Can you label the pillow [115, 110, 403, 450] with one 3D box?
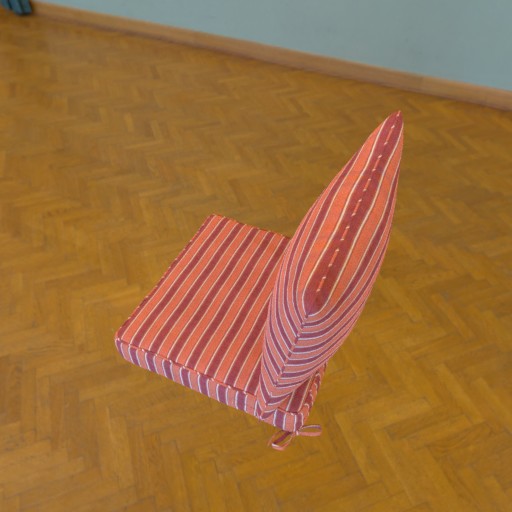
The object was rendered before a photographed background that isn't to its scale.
[{"bbox_3d":[0.000,0.000,1.371,0.733,0.723,0.799,18,49,16],"label":"pillow"}]
